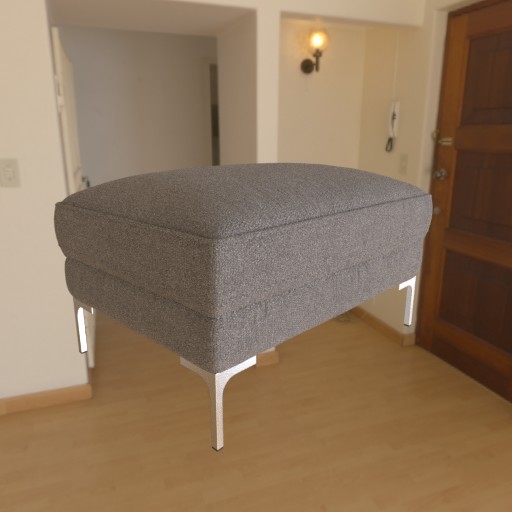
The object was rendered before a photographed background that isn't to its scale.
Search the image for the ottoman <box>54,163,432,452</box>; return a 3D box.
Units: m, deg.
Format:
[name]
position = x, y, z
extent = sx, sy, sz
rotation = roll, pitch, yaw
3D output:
[ottoman]
position = 0.000, 0.000, 1.153
extent = 0.583, 0.464, 0.785
rotation = 14, 21, 42
